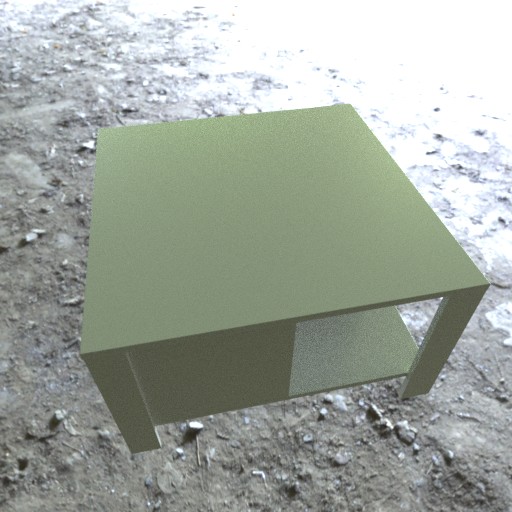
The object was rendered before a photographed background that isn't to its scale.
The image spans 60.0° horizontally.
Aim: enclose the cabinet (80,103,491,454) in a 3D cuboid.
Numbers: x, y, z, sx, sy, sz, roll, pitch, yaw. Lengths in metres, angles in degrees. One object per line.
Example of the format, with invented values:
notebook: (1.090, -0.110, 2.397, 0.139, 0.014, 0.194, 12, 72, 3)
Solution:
cabinet: (0.000, 0.000, 1.273, 0.800, 0.460, 0.800, -8, 46, -8)
